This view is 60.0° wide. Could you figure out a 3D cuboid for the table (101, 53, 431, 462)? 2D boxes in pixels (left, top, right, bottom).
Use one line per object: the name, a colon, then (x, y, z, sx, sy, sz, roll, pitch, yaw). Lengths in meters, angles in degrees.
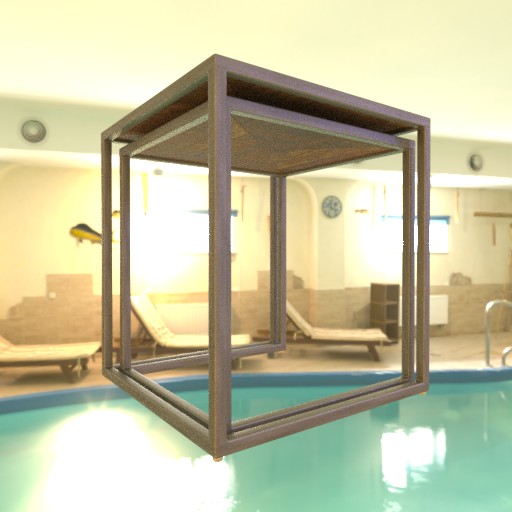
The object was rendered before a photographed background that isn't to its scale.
table: (0.000, 0.000, 0.847, 0.449, 0.500, 0.450, -1, 1, -36)
